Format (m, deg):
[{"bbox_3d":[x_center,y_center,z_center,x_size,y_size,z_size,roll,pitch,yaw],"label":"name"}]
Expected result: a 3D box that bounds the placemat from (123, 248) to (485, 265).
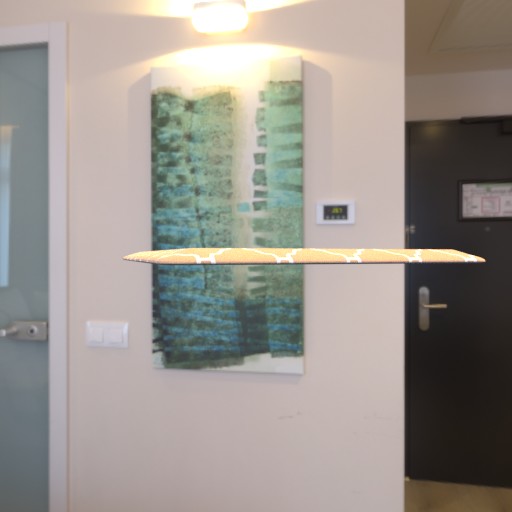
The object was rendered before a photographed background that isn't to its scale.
[{"bbox_3d":[0.000,0.000,0.950,0.508,0.021,0.762,0,0,-20],"label":"placemat"}]
